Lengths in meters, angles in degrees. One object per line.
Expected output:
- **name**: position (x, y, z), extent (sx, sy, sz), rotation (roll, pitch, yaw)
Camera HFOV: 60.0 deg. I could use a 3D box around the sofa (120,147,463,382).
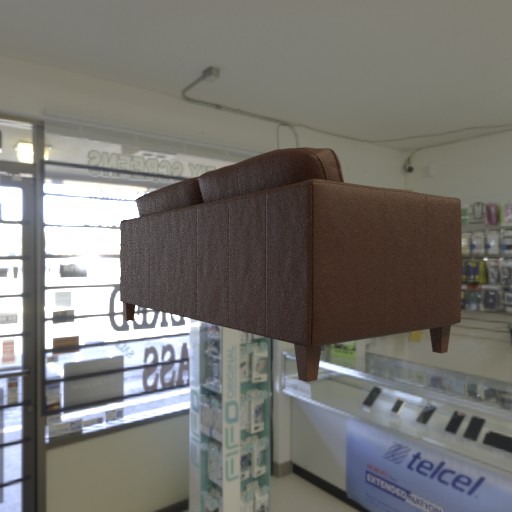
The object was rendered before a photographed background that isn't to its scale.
- **sofa**: position (0.000, 0.000, 2.497), extent (0.923, 0.863, 1.971), rotation (0, 0, -35)
